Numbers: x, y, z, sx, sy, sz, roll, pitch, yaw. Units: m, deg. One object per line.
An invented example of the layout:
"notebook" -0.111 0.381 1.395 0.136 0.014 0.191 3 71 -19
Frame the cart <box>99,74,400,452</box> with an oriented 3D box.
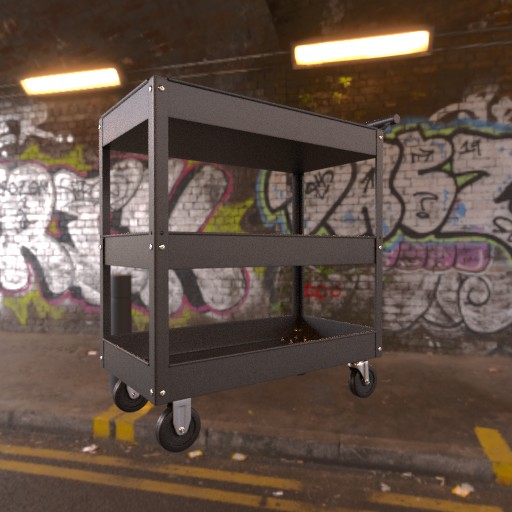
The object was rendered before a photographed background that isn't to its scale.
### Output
"cart" 0.000 0.000 1.174 0.719 0.780 0.366 -1 1 -36
